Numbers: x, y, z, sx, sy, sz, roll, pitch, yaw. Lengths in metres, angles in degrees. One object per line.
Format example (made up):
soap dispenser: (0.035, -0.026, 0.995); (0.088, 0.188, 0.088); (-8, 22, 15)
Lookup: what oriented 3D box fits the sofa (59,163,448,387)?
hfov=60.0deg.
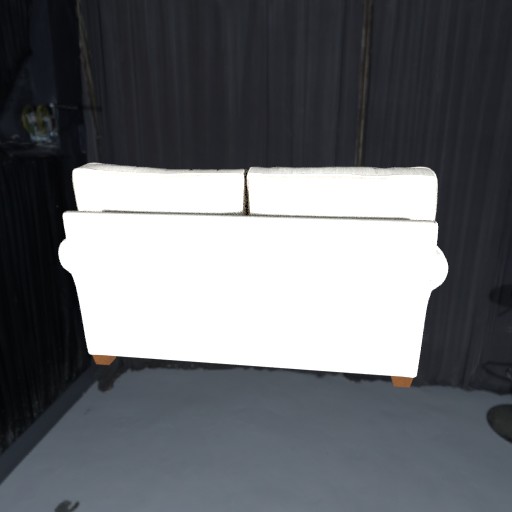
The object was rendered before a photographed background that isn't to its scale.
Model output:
sofa: (0.000, 0.000, 2.305); (1.701, 0.966, 0.966); (2, 16, 8)
